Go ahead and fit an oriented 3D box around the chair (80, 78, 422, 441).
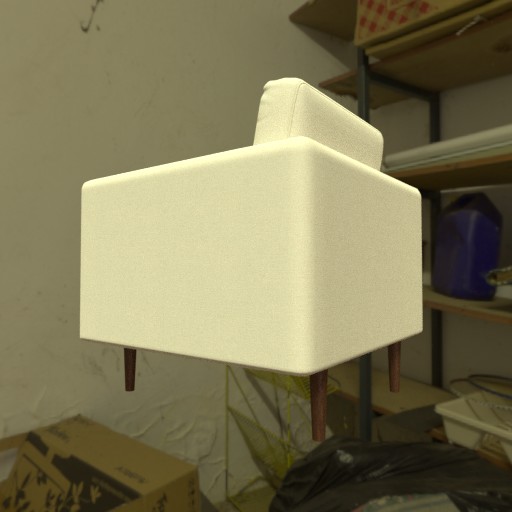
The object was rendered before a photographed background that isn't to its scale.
[{"bbox_3d":[0.000,0.000,1.503,0.879,0.899,0.831,-1,-2,37],"label":"chair"}]
